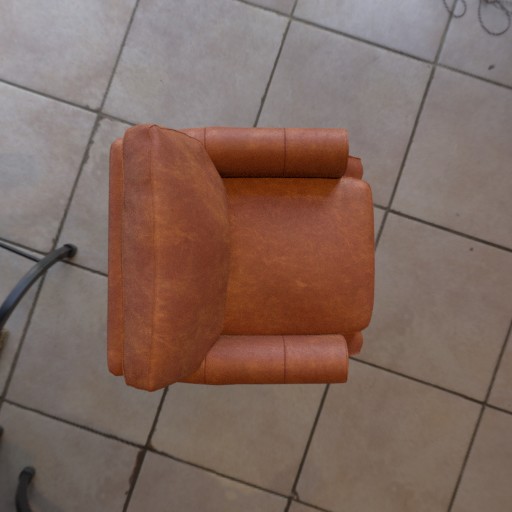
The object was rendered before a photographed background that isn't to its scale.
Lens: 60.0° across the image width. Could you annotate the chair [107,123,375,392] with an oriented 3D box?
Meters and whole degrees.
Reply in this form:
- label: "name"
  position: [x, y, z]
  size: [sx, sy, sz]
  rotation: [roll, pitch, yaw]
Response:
- label: "chair"
  position: [0.000, 0.000, 1.781]
  size: [0.986, 0.962, 0.983]
  rotation: [0, 90, 1]
